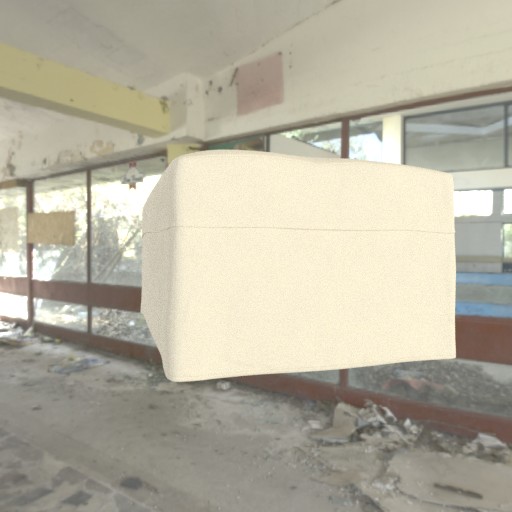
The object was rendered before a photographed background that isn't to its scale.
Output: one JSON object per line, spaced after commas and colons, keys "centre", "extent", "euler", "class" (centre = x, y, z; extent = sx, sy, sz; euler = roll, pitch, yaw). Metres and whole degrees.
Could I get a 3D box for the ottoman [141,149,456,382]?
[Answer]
{"centre": [0.000, 0.000, 1.206], "extent": [0.590, 0.444, 0.872], "euler": [0, 1, -18], "class": "ottoman"}
